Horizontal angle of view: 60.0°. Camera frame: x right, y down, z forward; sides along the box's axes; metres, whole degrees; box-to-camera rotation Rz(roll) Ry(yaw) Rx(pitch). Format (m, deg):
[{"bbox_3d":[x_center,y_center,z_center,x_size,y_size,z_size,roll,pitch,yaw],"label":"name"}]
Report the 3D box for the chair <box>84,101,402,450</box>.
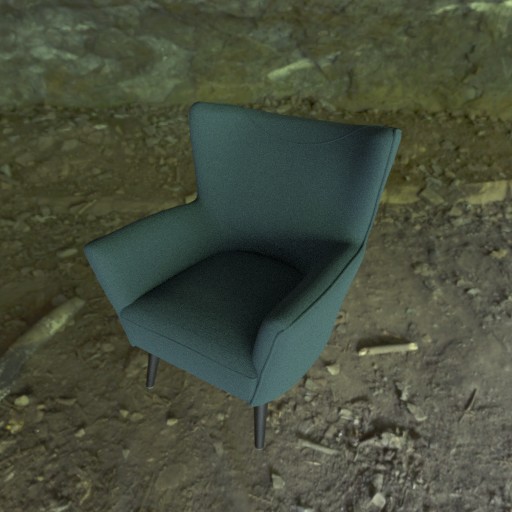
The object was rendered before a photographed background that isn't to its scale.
[{"bbox_3d":[0.000,0.000,1.591,0.781,0.933,0.888,18,35,28],"label":"chair"}]
